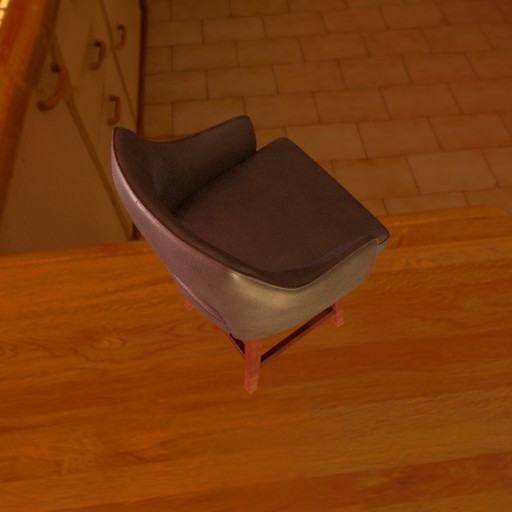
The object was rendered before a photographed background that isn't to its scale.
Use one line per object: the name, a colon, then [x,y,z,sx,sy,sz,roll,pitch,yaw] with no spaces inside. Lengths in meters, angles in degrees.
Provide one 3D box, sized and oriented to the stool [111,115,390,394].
stool: [0.000,0.000,1.280,0.560,0.936,0.550,-33,64,-18]
